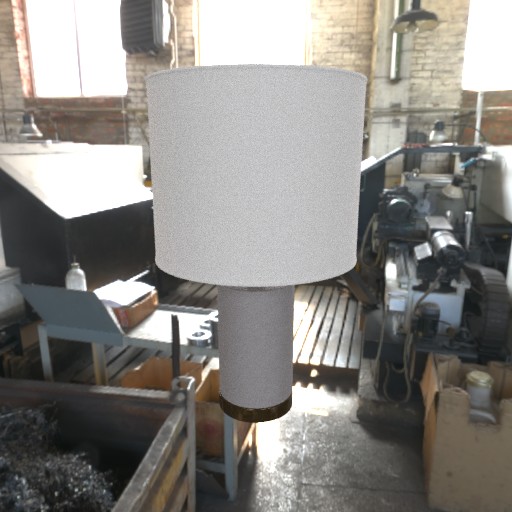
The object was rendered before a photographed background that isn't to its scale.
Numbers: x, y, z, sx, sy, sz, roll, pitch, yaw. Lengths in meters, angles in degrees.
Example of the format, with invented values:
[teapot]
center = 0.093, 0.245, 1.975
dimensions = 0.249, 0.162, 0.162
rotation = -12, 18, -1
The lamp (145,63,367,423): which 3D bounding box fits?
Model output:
[lamp]
center = 0.000, 0.000, 0.516
dimensions = 0.229, 0.380, 0.229
rotation = 0, 14, 0
